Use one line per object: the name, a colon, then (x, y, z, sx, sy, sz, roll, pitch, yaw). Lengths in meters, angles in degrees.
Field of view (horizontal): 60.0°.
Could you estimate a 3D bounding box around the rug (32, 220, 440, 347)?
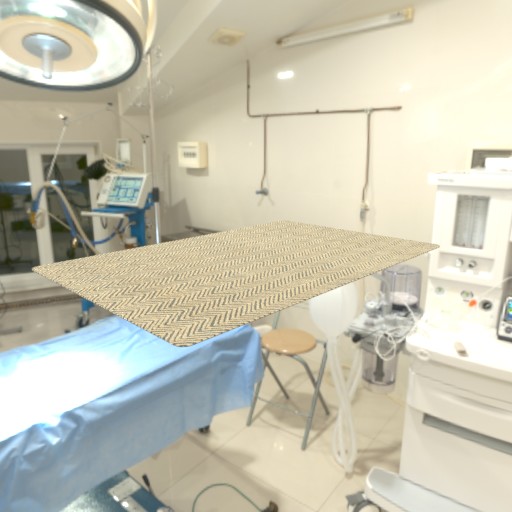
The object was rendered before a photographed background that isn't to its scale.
rug: (0.000, 0.000, 2.214, 1.144, 0.008, 1.752, 14, 20, 43)
